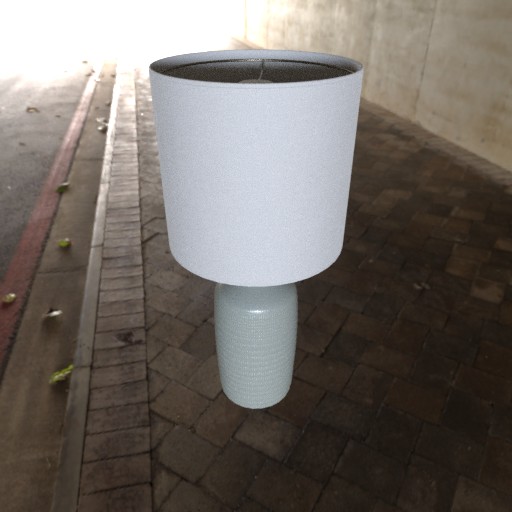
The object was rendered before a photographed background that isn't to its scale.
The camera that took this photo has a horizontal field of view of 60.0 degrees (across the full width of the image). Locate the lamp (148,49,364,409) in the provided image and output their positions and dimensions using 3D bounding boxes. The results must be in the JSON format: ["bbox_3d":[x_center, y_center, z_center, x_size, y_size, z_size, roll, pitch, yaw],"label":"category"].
[{"bbox_3d":[0.000,0.000,0.589,0.220,0.475,0.220,10,33,16],"label":"lamp"}]
